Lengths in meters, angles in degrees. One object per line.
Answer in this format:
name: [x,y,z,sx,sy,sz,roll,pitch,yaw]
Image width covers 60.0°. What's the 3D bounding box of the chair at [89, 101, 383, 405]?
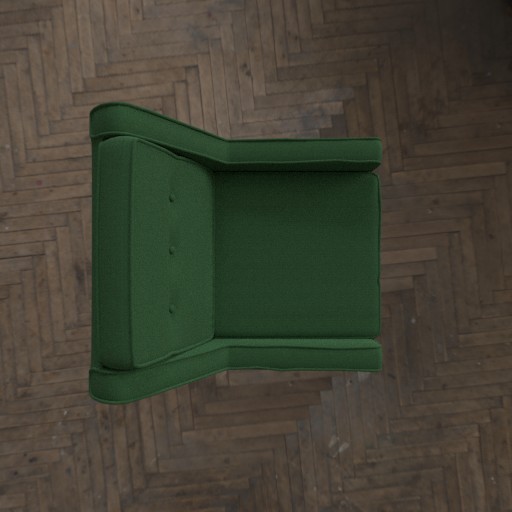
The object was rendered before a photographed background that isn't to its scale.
chair: [0.000,0.000,1.303,0.743,0.792,0.663,0,90,0]
